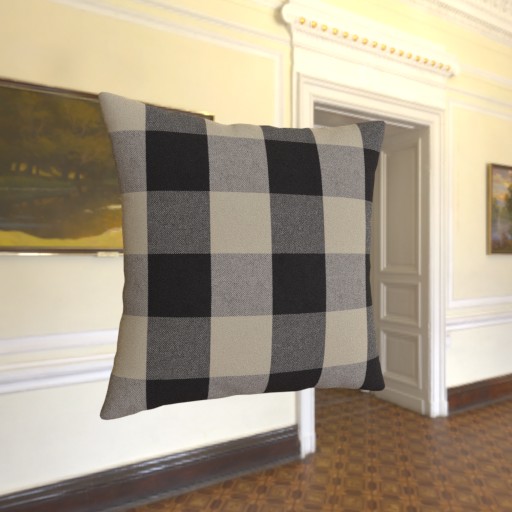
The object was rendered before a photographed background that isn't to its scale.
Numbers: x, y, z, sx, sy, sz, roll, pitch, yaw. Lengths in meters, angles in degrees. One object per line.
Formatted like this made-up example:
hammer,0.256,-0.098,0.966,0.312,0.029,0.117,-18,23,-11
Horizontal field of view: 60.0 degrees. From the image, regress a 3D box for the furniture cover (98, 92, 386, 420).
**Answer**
furniture cover,0.000,0.000,0.762,0.511,0.509,0.161,0,0,-17
